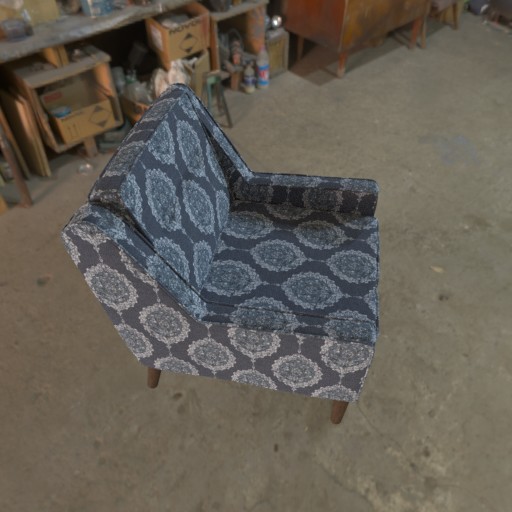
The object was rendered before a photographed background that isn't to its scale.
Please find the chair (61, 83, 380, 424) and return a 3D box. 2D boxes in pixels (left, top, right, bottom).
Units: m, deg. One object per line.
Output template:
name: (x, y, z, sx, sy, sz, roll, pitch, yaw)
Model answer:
chair: (0.000, 0.000, 1.351, 0.743, 0.792, 0.663, 8, 47, 8)
